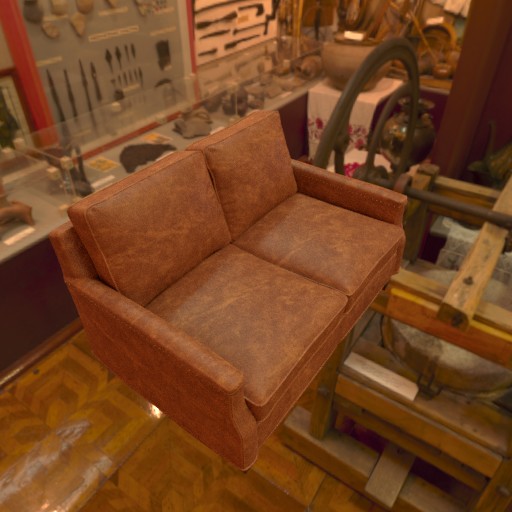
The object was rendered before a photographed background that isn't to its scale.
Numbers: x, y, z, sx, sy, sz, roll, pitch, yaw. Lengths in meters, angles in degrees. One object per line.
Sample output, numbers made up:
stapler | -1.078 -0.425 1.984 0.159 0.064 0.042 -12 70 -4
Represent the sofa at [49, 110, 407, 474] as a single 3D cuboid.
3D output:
sofa | 0.000 0.000 2.289 1.084 1.003 1.597 25 45 28
